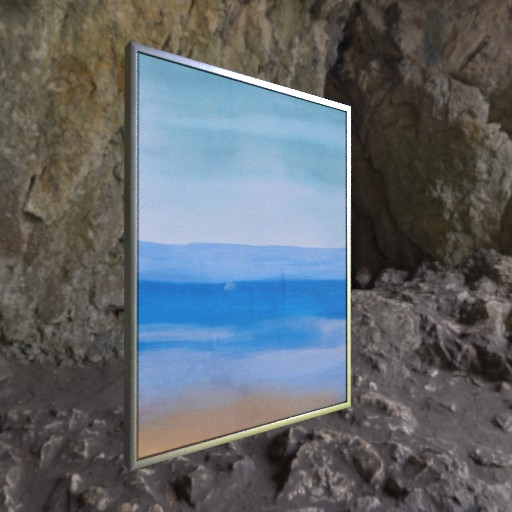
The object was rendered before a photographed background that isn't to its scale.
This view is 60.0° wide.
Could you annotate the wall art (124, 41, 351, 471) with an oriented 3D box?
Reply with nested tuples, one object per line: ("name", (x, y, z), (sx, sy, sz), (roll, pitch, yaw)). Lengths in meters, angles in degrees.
("wall art", (0.000, 0.000, 1.349), (0.803, 1.062, 0.041), (0, 0, -36))
